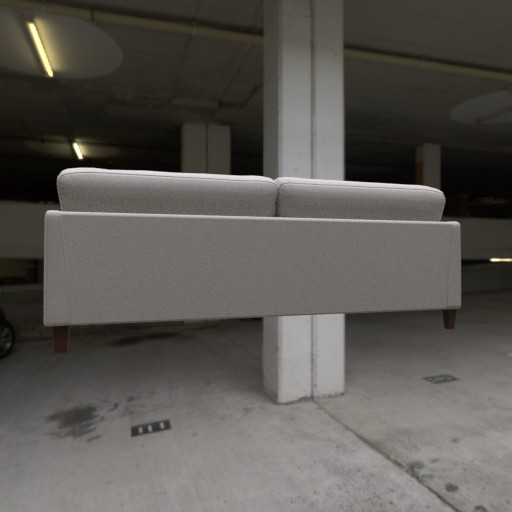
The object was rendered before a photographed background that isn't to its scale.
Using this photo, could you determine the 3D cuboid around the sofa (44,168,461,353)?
[{"bbox_3d":[0.000,0.000,2.722,2.301,0.863,0.957,0,0,-17],"label":"sofa"}]
